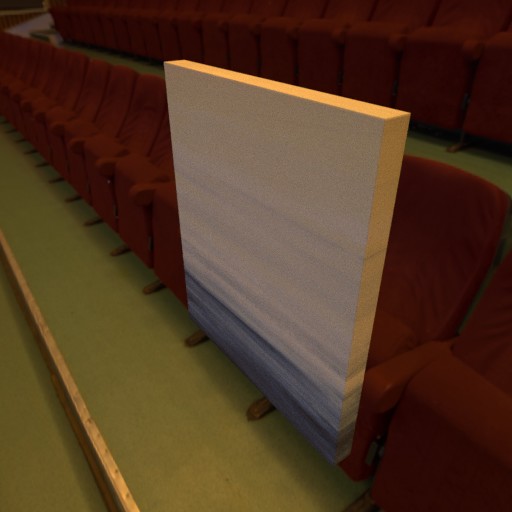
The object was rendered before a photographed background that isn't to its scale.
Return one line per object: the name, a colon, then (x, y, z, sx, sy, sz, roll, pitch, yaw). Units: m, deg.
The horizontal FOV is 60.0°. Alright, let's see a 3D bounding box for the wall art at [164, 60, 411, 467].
wall art: (0.000, 0.000, 0.686, 0.037, 0.511, 0.435, -21, 37, -31)
